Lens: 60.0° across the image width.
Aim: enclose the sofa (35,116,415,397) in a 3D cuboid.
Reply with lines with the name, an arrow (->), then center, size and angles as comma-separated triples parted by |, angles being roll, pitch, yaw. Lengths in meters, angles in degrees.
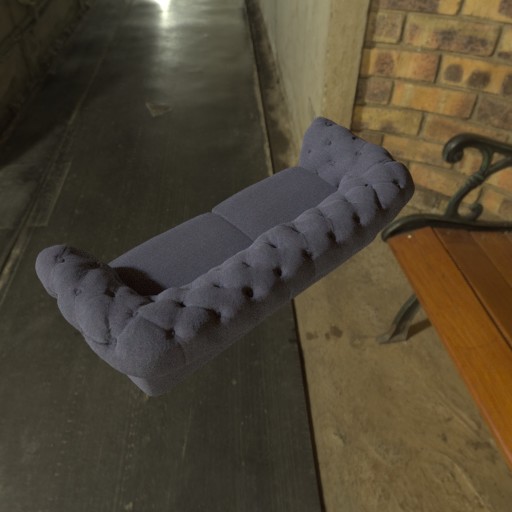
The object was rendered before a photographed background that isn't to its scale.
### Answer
sofa -> 0.000, 0.000, 2.874 | 2.335, 0.836, 1.046 | -32, 54, -27
